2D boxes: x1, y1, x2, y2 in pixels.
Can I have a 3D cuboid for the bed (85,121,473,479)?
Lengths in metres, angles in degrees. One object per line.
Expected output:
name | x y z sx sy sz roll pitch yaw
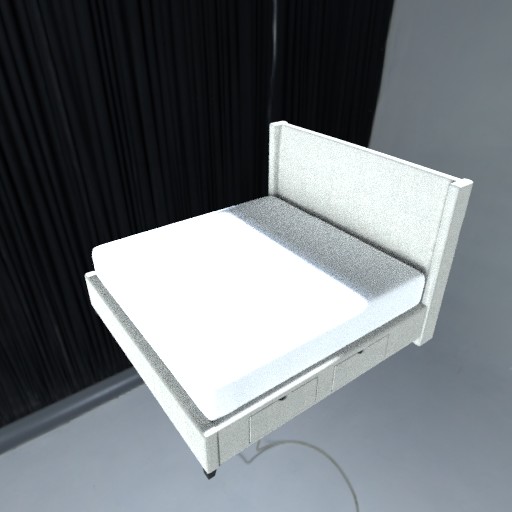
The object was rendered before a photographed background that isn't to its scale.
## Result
bed | 0.000 0.000 3.679 2.280 1.470 2.140 -21 36 -31
